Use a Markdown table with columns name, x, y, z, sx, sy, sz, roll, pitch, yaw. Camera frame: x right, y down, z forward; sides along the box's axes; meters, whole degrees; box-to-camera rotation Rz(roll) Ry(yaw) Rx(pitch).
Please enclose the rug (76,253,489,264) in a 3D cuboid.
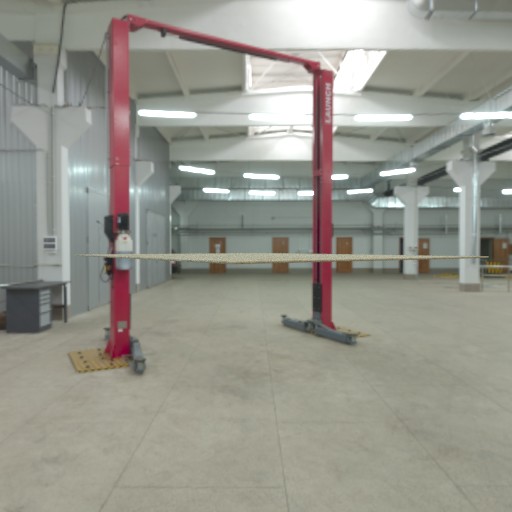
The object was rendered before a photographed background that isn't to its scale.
| name | x | y | z | sx | sy | sz | roll | pitch | yaw |
| --- | --- | --- | --- | --- | --- | --- | --- | --- | --- |
| rug | 0.000 | 0.000 | 4.096 | 2.471 | 0.012 | 3.034 | -1 | 1 | -36 |
